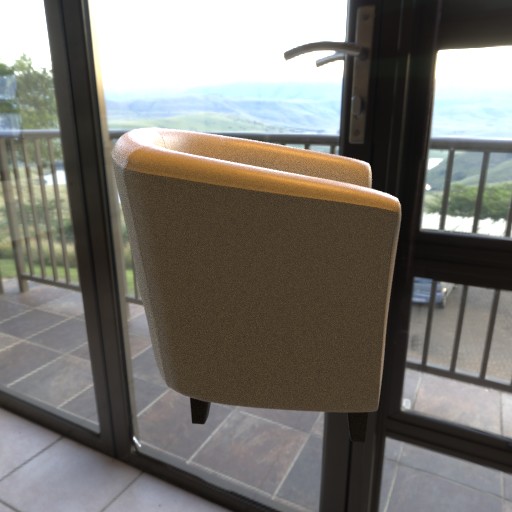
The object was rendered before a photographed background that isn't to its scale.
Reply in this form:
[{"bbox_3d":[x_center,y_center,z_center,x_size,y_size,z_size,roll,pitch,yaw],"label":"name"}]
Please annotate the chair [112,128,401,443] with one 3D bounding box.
[{"bbox_3d":[0.000,0.000,1.366,0.727,0.756,0.792,3,18,9],"label":"chair"}]
